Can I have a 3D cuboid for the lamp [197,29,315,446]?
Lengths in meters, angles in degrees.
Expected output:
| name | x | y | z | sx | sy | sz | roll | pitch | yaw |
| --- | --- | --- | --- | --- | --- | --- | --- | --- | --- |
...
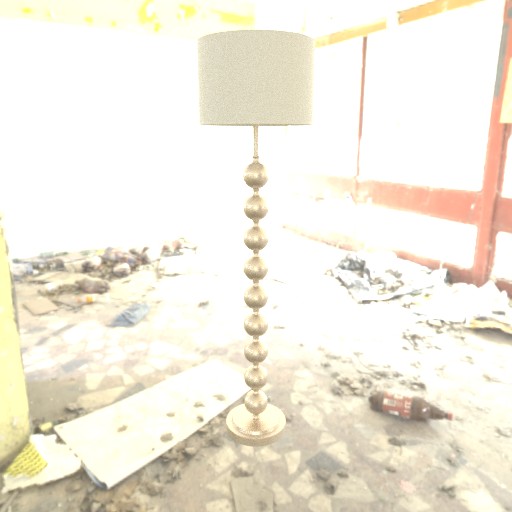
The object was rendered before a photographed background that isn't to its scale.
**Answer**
| name | x | y | z | sx | sy | sz | roll | pitch | yaw |
| --- | --- | --- | --- | --- | --- | --- | --- | --- | --- |
| lamp | 0.000 | 0.000 | 1.659 | 0.394 | 1.474 | 0.394 | -2 | 15 | -8 |
